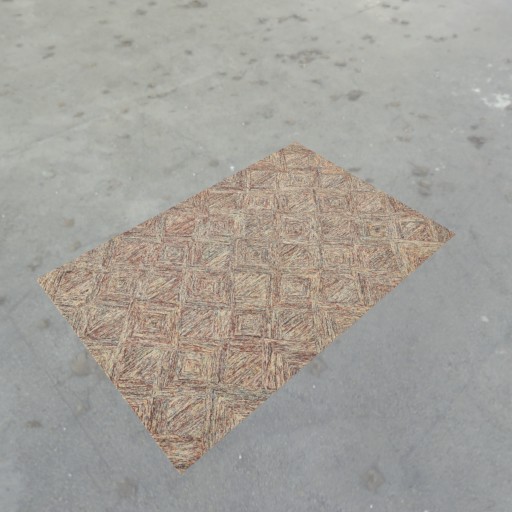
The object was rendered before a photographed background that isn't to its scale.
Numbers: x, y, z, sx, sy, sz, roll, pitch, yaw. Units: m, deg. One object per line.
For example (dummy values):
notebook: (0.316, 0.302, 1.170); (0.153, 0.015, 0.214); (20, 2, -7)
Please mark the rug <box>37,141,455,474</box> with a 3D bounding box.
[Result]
rug: (0.000, 0.000, 2.878); (2.285, 0.019, 1.523); (-33, 55, -27)
